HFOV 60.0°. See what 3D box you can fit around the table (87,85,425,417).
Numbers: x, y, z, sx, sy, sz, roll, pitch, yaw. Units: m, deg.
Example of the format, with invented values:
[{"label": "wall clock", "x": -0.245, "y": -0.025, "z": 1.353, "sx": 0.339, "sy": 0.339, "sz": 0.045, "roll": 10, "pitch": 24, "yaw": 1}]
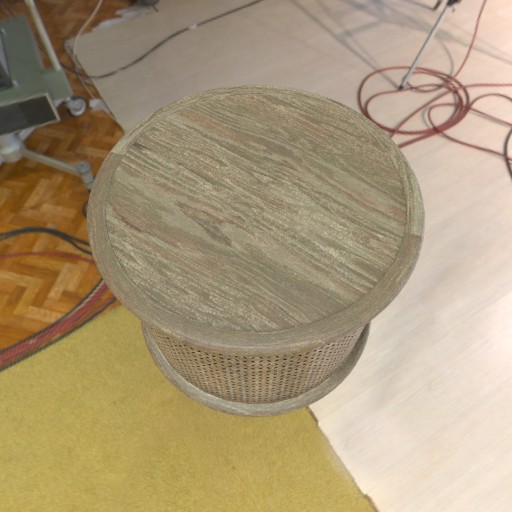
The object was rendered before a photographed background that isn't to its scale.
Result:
[{"label": "table", "x": 0.000, "y": 0.000, "z": 0.993, "sx": 0.607, "sy": 0.450, "sz": 0.607, "roll": 0, "pitch": 59, "yaw": 0}]
